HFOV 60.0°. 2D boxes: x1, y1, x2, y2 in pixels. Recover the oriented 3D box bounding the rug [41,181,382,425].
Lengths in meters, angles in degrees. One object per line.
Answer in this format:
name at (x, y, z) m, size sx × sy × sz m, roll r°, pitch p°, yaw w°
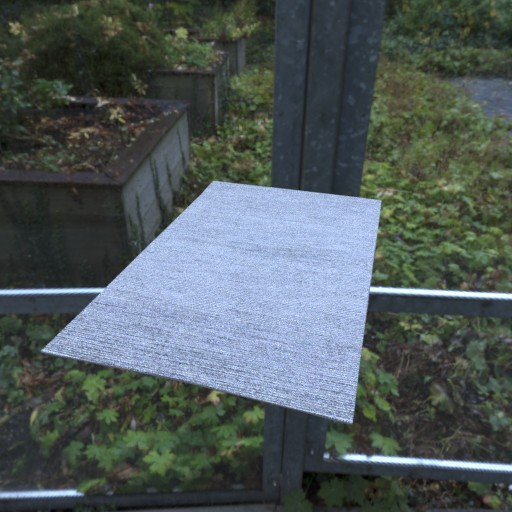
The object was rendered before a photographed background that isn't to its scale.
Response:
rug at (0.000, 0.000, 2.253) m, size 1.159 × 0.021 × 1.789 m, roll 9°, pitch 32°, yaw 14°
